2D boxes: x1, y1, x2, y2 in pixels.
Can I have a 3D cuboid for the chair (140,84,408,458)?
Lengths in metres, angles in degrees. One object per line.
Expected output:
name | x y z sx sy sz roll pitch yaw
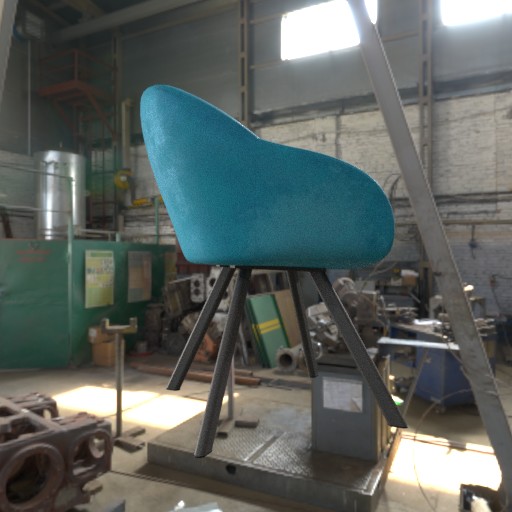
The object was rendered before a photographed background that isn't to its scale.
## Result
chair | 0.000 0.000 1.166 0.590 0.795 0.550 0 0 -18
